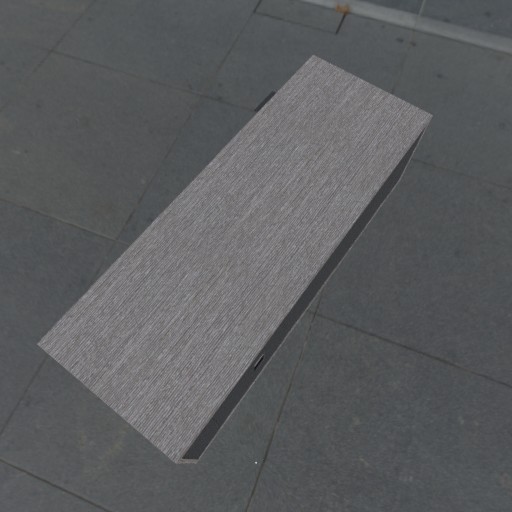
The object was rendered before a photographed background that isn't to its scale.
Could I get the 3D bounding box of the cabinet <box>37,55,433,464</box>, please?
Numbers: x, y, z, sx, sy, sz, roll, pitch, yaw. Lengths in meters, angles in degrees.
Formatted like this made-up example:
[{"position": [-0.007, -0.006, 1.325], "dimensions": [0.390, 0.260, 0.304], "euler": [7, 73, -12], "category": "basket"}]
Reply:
[{"position": [0.000, 0.000, 1.582], "dimensions": [0.500, 0.599, 1.300], "euler": [34, 69, 15], "category": "cabinet"}]
